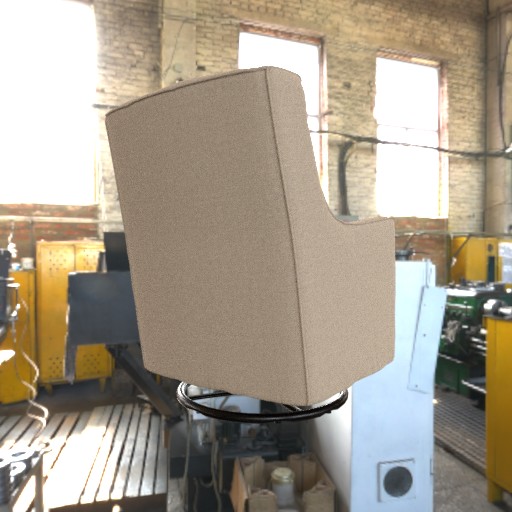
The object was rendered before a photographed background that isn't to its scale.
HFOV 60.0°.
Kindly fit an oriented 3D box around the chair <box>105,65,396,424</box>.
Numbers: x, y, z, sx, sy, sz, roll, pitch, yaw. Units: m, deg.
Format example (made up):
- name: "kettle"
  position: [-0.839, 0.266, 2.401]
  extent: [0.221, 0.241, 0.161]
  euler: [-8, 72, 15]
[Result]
- name: "chair"
  position: [0.000, 0.000, 1.573]
  extent: [0.732, 0.993, 0.879]
  euler: [0, 0, 36]
